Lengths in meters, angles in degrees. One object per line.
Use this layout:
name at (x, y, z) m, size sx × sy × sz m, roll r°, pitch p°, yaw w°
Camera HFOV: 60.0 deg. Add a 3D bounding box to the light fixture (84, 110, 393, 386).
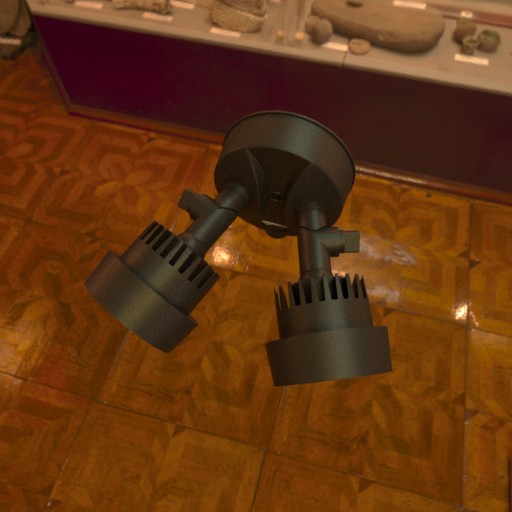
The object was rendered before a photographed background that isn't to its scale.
light fixture at (0.000, 0.000, 0.317) m, size 0.213 × 0.120 × 0.168 m, roll 15°, pitch 60°, yaw 9°
